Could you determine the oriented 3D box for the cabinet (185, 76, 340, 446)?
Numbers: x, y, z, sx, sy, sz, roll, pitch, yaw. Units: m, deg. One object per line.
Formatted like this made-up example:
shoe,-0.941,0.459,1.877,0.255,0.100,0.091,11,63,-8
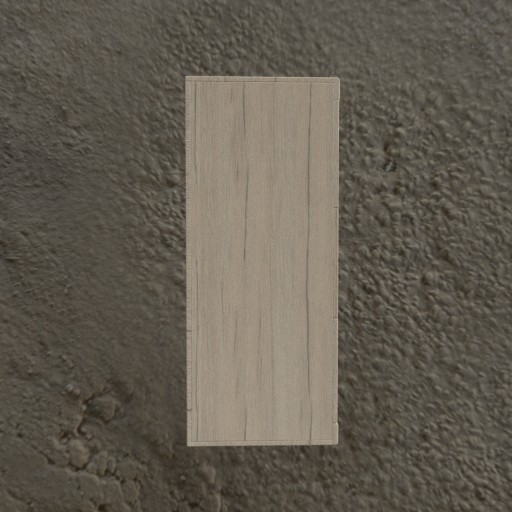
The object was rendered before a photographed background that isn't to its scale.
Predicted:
cabinet,0.000,0.000,2.714,0.580,2.070,1.400,0,92,-1
